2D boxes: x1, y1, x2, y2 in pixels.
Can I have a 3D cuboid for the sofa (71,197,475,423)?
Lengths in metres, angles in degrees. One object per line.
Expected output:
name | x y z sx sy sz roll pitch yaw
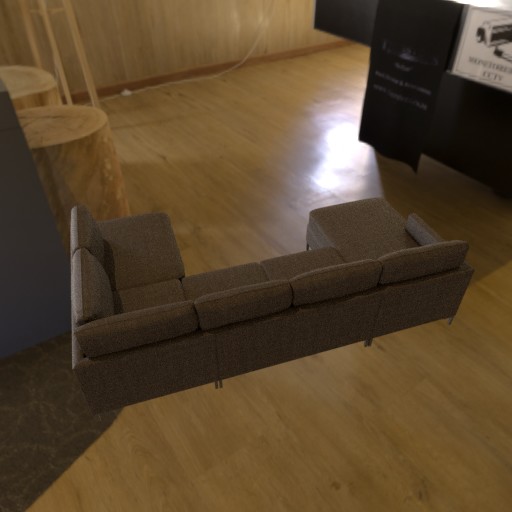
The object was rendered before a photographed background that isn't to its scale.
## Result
sofa | 0.000 0.000 4.345 3.423 0.999 2.048 -12 41 -14
